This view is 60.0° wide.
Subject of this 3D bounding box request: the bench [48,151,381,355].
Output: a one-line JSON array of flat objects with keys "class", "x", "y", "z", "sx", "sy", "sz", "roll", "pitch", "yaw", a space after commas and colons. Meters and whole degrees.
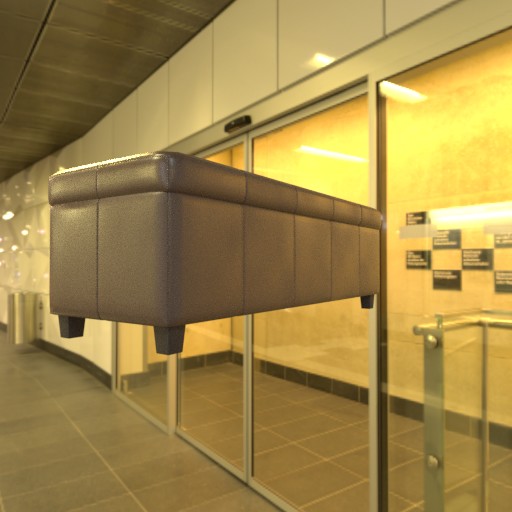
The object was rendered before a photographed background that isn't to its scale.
[{"class": "bench", "x": 0.000, "y": 0.000, "z": 1.464, "sx": 0.450, "sy": 0.417, "sz": 1.219, "roll": -1, "pitch": -1, "yaw": 35}]
